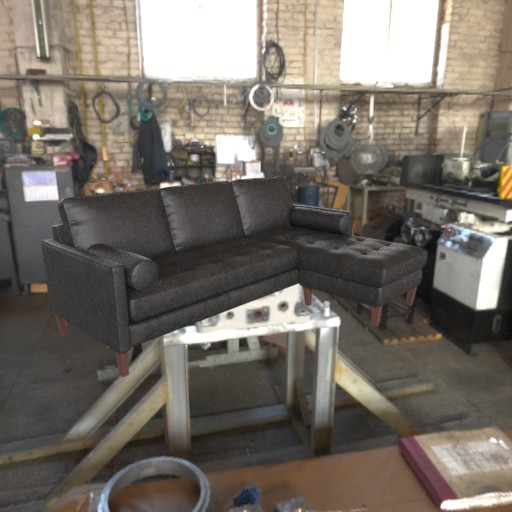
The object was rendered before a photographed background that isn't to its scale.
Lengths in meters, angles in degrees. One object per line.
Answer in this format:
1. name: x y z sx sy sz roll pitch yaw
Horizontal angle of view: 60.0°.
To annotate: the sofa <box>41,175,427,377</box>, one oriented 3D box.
1. sofa: 0.000 0.000 2.946 1.497 0.876 2.178 14 21 41
